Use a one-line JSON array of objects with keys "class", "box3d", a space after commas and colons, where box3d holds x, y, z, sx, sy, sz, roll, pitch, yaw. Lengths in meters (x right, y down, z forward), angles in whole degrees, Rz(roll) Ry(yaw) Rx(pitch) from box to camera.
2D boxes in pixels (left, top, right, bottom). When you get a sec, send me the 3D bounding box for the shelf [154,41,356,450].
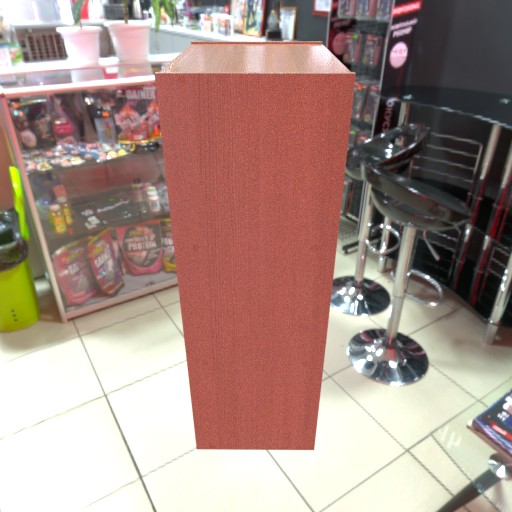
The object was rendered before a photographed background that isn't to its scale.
[{"class": "shelf", "box3d": [0.000, 0.000, 1.048, 0.292, 0.876, 0.417, 0, 32, 0]}]
